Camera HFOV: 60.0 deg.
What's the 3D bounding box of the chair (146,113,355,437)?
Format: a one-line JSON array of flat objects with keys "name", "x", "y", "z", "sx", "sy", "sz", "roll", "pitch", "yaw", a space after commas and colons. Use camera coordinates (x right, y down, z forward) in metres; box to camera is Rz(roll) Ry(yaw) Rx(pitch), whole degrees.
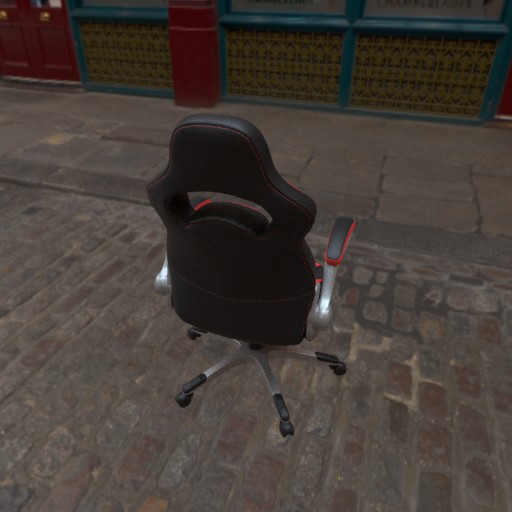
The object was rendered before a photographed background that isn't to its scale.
[{"name": "chair", "x": 0.000, "y": 0.000, "z": 1.638, "sx": 0.758, "sy": 1.165, "sz": 0.712, "roll": 10, "pitch": 33, "yaw": 16}]
